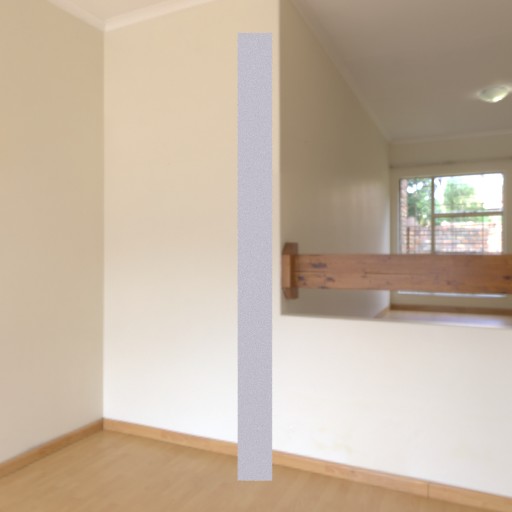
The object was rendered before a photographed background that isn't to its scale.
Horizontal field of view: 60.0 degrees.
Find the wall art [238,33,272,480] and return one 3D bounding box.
[{"bbox_3d":[0.000,0.000,0.528,0.027,0.355,0.355,0,0,0],"label":"wall art"}]
